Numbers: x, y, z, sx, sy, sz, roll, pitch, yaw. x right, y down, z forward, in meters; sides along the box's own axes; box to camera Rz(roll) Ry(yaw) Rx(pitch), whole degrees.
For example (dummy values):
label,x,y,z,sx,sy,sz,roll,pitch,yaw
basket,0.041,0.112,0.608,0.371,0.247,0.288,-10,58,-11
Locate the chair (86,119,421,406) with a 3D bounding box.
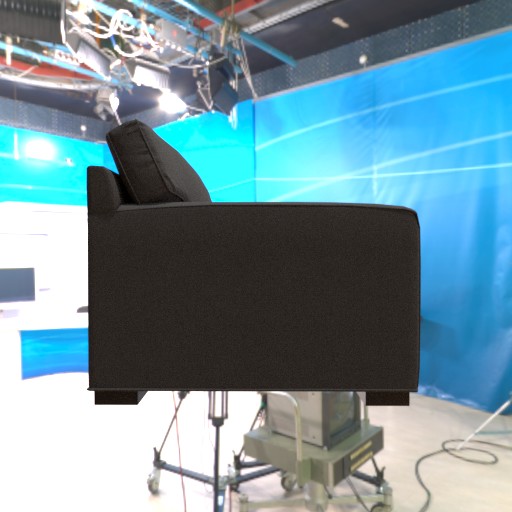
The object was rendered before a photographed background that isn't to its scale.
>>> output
label,x,y,z,sx,sy,sz,roll,pitch,yaw
chair,0.000,0.000,1.850,1.043,0.913,0.997,0,1,0
